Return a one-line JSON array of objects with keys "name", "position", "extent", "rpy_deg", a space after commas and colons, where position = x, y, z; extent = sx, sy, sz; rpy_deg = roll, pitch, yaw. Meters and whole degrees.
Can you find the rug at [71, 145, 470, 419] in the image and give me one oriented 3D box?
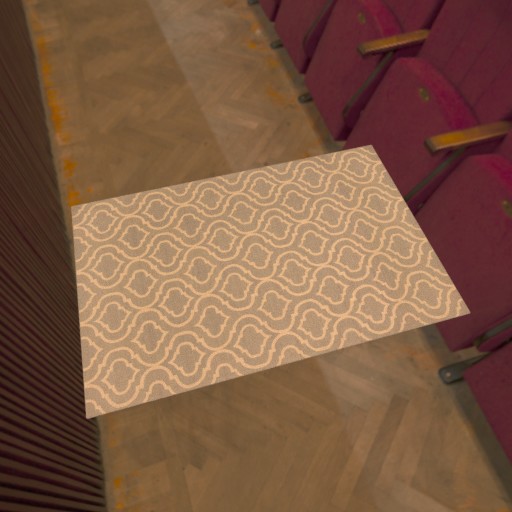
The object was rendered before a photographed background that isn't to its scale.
[{"name": "rug", "position": [0.000, 0.000, 2.222], "extent": [1.749, 0.015, 1.141], "rpy_deg": [-13, 58, -8]}]
